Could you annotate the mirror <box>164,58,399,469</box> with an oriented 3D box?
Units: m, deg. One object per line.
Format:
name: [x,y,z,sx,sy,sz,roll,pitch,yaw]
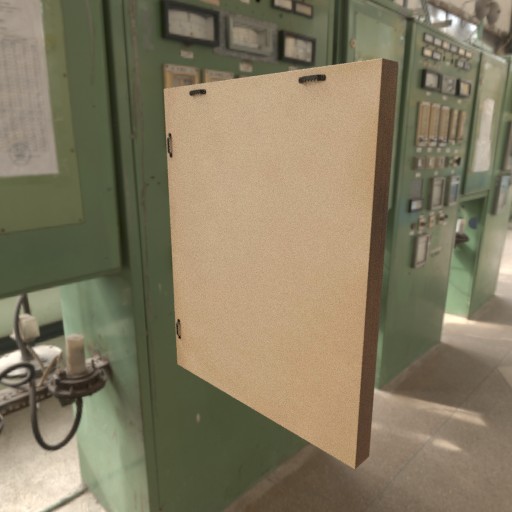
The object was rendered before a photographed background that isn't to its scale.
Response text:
mirror: [0.000,0.000,0.676,0.041,0.508,0.405,-14,20,-43]
